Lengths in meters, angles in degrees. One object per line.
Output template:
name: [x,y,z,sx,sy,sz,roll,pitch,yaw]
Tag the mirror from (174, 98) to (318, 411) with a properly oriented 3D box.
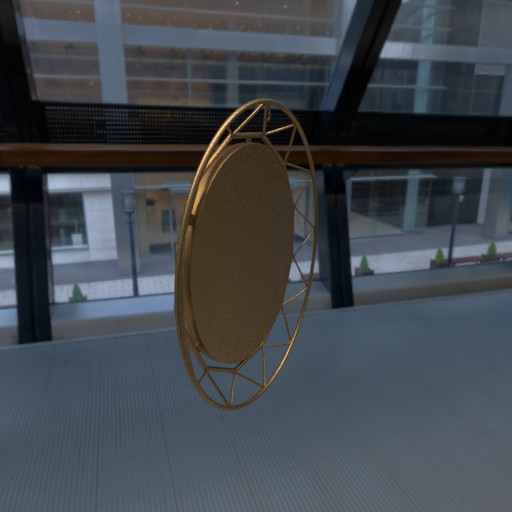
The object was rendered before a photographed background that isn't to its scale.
mirror: [0.000,0.000,0.679,0.043,0.454,0.454,8,18,26]
